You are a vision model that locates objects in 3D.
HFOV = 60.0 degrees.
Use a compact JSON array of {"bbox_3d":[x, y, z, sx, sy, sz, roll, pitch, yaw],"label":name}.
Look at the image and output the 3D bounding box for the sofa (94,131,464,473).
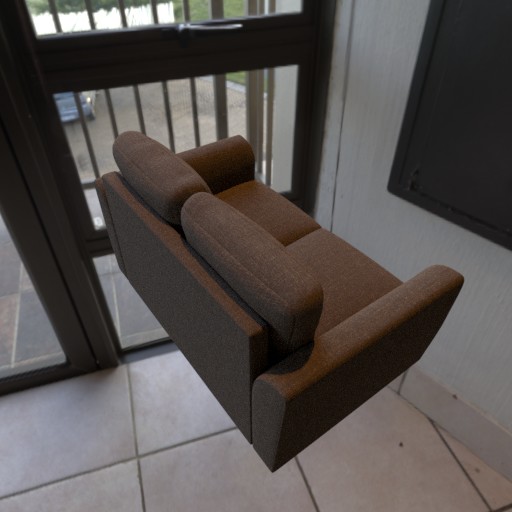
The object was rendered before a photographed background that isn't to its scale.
[{"bbox_3d":[0.000,0.000,1.938,0.851,0.885,1.423,-26,47,-27],"label":"sofa"}]
